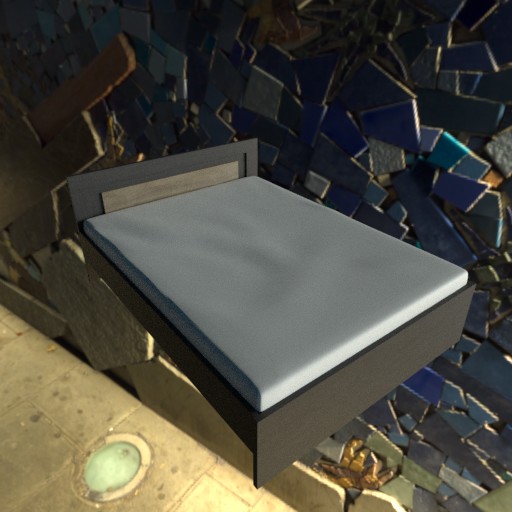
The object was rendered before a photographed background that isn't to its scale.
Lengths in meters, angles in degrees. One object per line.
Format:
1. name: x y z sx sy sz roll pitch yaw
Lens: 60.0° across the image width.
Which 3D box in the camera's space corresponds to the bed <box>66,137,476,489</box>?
1. bed: 0.000 0.000 2.834 1.585 0.823 2.073 -21 36 -32
